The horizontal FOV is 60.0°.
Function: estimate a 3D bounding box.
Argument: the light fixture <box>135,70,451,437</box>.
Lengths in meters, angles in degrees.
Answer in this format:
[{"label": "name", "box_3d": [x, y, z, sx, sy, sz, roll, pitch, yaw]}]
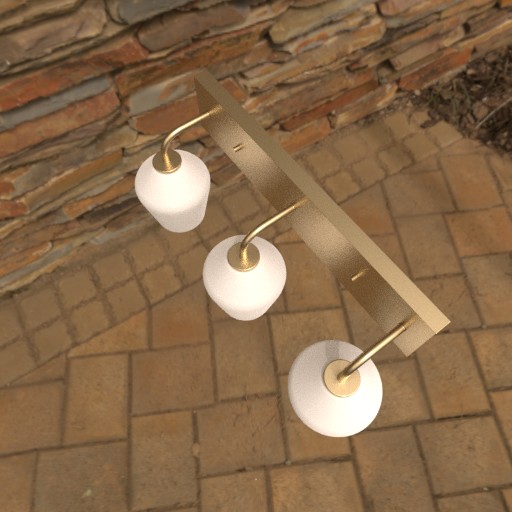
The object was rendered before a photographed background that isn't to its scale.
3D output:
[{"label": "light fixture", "box_3d": [0.000, 0.000, 0.729, 0.190, 0.280, 0.609, -33, 68, -15]}]
